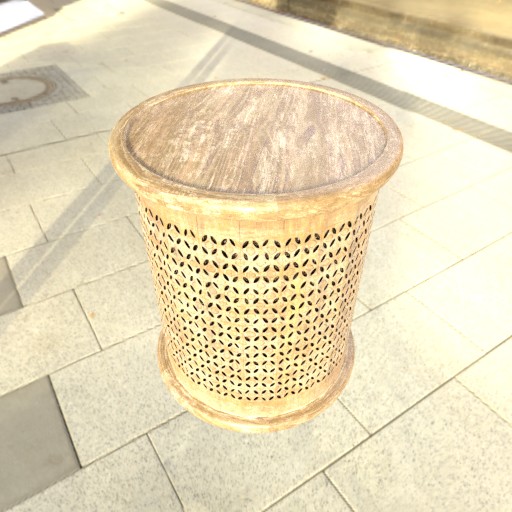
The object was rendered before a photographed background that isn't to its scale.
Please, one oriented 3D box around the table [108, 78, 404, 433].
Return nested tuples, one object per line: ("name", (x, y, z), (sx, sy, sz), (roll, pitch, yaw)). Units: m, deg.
("table", (0.000, 0.000, 0.779), (0.407, 0.482, 0.407), (0, 40, 0))
